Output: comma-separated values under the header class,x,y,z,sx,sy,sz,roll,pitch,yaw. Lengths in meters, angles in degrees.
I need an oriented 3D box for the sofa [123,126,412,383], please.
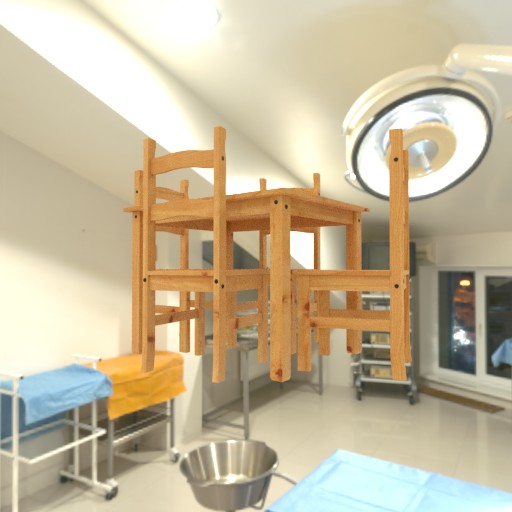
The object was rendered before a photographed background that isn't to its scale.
class,x,y,z,sx,sy,sz,roll,pitch,yaw
sofa,0.000,0.000,2.239,1.529,1.000,1.144,-1,-1,37
